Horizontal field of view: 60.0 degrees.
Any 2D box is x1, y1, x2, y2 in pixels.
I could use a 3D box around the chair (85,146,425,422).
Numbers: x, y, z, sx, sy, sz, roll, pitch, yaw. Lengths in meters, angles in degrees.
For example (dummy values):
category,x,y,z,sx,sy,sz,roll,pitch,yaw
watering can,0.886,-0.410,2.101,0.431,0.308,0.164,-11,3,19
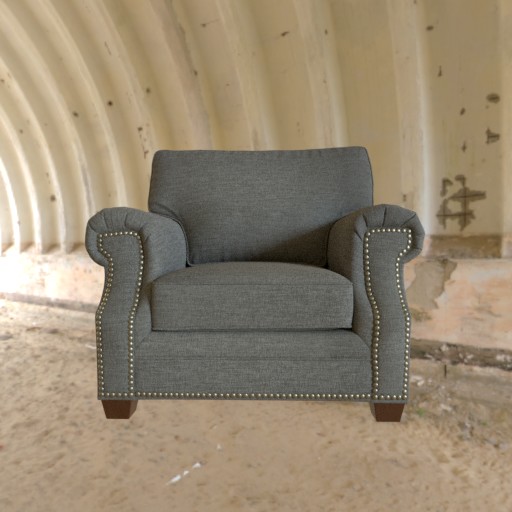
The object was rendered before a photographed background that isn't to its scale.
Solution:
category,x,y,z,sx,sy,sz,roll,pitch,yaw
chair,0.000,0.000,1.751,1.092,0.961,0.965,0,1,2
